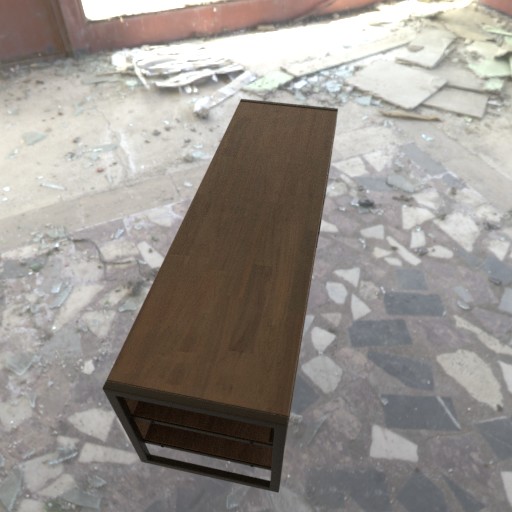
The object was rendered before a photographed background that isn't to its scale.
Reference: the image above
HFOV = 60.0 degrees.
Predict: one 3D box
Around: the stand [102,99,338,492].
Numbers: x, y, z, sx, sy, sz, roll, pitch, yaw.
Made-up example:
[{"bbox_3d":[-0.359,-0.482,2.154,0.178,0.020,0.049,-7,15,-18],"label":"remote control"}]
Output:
[{"bbox_3d":[0.000,0.000,1.718,0.454,0.506,1.480,9,47,8],"label":"stand"}]
